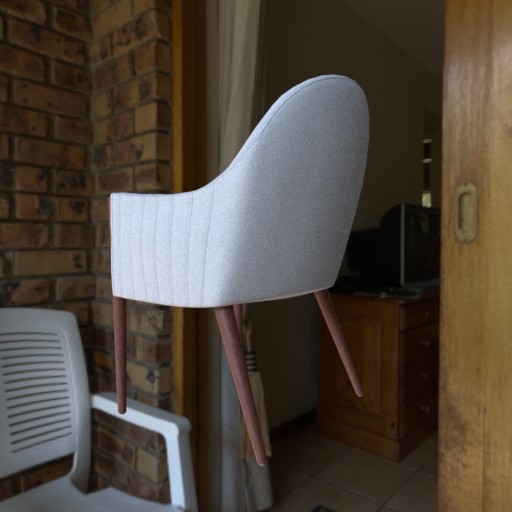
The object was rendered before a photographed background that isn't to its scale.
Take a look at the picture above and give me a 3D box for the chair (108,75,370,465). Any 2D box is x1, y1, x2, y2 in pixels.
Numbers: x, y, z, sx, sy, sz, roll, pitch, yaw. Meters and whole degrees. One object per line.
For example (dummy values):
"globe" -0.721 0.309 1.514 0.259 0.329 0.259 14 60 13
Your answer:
"chair" 0.000 0.000 1.297 0.620 0.889 0.610 1 2 36
